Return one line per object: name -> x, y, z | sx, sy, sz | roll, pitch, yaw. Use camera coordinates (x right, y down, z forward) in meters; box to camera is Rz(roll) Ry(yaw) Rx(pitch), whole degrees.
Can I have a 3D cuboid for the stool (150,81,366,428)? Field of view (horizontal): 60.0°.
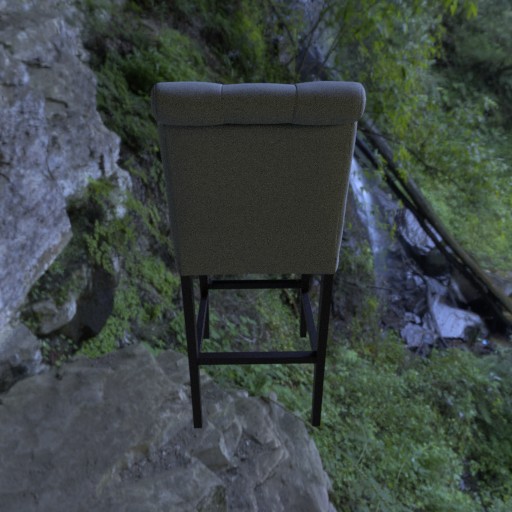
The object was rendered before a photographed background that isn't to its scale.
stool -> 0.000, 0.000, 1.446 | 0.493, 1.140, 0.601 | -1, 30, -1
